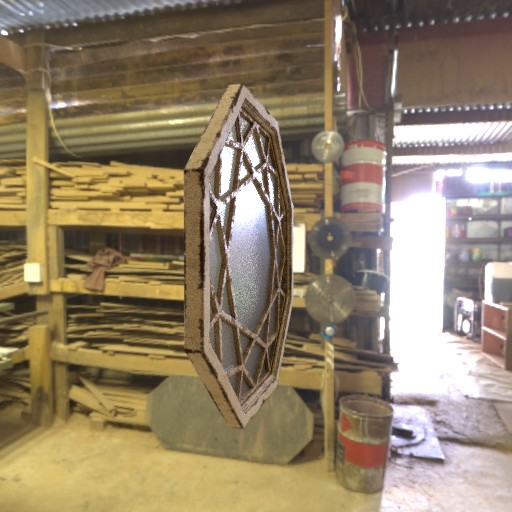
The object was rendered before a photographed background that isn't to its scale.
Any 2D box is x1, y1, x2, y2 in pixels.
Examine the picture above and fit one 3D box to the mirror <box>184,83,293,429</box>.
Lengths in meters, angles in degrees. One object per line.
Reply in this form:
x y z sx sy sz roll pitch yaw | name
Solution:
0.000 0.000 0.961 0.031 0.648 0.648 0 1 17 | mirror
